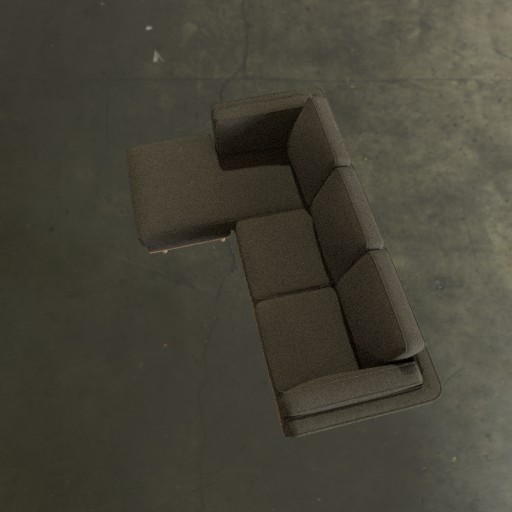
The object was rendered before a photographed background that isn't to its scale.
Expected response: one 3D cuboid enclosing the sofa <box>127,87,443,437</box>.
[{"bbox_3d":[0.000,0.000,3.090,1.604,0.929,2.411,-12,65,-6],"label":"sofa"}]
